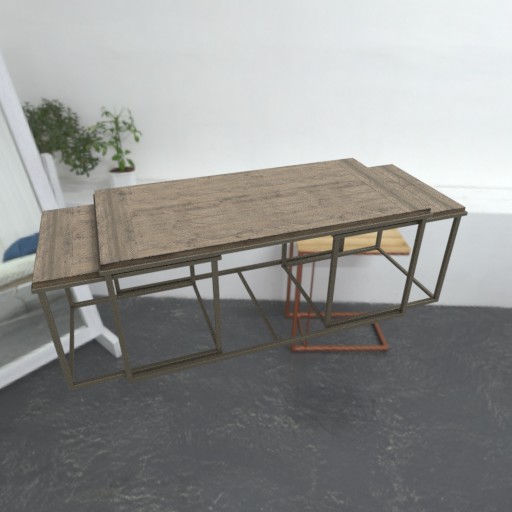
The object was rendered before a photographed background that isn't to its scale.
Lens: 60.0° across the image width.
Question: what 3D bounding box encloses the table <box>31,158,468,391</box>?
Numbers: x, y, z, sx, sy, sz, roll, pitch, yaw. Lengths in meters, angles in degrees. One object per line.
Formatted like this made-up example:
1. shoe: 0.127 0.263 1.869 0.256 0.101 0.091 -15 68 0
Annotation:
1. table: 0.000 0.000 1.522 1.312 0.427 0.489 -10 34 -16
